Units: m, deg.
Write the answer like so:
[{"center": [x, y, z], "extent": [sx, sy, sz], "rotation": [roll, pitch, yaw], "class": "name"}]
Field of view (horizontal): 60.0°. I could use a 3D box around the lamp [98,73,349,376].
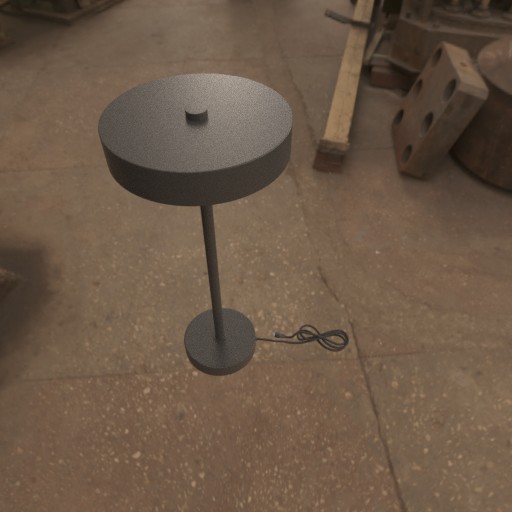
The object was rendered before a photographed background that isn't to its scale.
[{"center": [0.000, 0.000, 0.706], "extent": [0.369, 0.508, 0.229], "rotation": [-2, 46, -2], "class": "lamp"}]
